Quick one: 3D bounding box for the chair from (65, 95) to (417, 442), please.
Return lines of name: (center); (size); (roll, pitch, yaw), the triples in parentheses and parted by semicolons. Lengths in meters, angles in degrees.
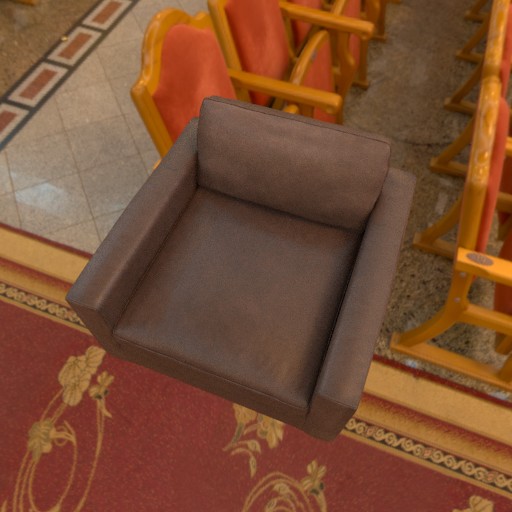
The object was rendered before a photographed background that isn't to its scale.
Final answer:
chair: (0.000, 0.000, 1.836); (1.100, 0.812, 1.069); (18, 58, 12)
